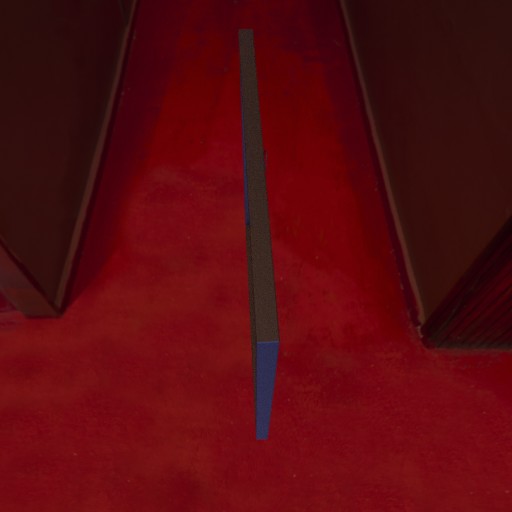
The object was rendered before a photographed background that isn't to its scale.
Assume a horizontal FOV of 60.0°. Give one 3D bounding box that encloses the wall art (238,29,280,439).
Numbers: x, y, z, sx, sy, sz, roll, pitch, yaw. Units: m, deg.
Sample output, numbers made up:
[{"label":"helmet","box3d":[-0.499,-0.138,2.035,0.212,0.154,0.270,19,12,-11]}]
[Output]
[{"label":"wall art","box3d":[0.000,0.000,1.211,0.043,0.807,0.805,-3,58,-2]}]
